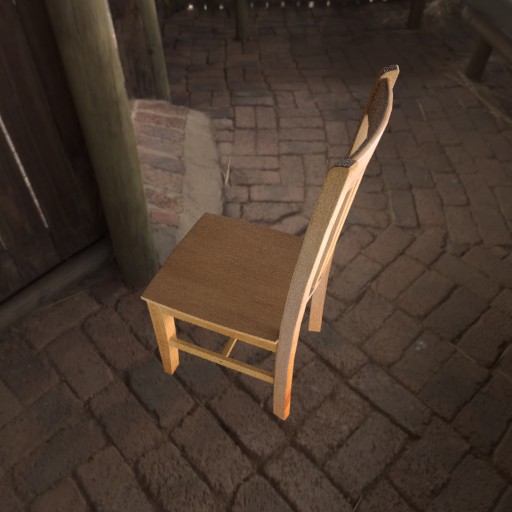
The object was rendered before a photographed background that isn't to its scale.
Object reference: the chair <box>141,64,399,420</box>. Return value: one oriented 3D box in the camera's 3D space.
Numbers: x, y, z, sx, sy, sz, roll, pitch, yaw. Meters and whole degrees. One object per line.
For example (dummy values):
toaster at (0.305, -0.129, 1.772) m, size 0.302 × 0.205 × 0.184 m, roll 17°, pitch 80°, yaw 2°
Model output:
chair at (0.000, 0.000, 1.274) m, size 0.556 × 0.998 × 0.450 m, roll 16°, pitch 47°, yaw 16°
